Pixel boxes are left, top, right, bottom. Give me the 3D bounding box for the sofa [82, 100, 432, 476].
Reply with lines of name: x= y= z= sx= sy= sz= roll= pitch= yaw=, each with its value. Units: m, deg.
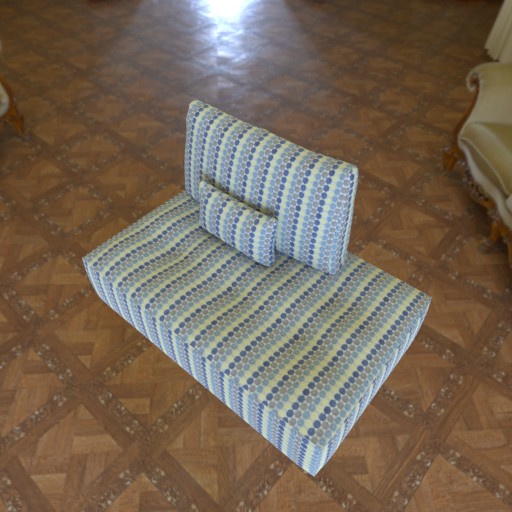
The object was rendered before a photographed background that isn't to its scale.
sofa: x=0.000 y=0.000 z=2.028 sx=1.450 sy=0.820 sz=1.000 roll=32 pitch=54 yaw=26
